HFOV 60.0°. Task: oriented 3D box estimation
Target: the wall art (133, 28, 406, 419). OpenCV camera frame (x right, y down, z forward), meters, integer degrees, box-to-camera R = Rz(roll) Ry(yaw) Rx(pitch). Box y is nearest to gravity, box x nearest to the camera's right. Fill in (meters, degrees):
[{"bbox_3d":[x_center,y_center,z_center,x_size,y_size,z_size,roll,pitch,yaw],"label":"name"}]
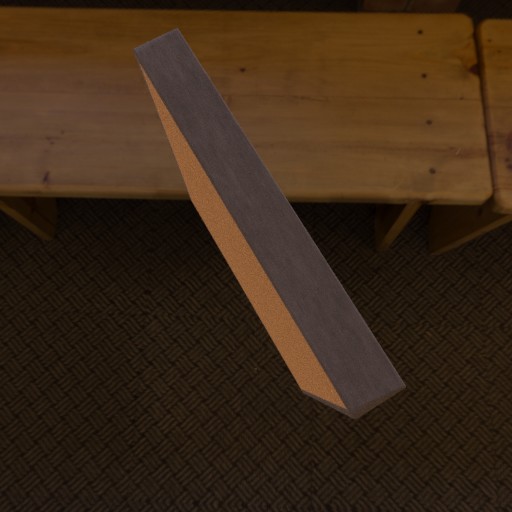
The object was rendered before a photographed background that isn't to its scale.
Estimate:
[{"bbox_3d":[0.000,0.000,0.448,0.038,0.302,0.303,-29,78,-7],"label":"wall art"}]
